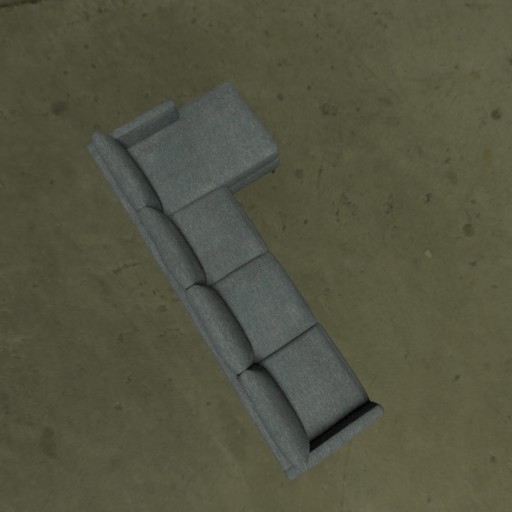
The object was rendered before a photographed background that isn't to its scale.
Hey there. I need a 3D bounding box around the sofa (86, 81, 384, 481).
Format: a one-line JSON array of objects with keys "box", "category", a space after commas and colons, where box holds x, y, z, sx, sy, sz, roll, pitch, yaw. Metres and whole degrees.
[{"box": [0.000, 0.000, 3.461, 1.350, 0.810, 2.932, -32, 78, -8], "category": "sofa"}]
